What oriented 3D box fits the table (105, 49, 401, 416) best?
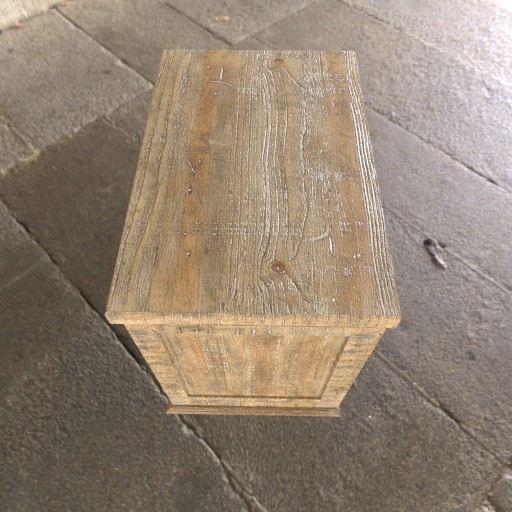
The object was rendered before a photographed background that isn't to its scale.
[{"bbox_3d":[0.000,0.000,1.144,0.457,0.711,0.686,1,57,1],"label":"table"}]
